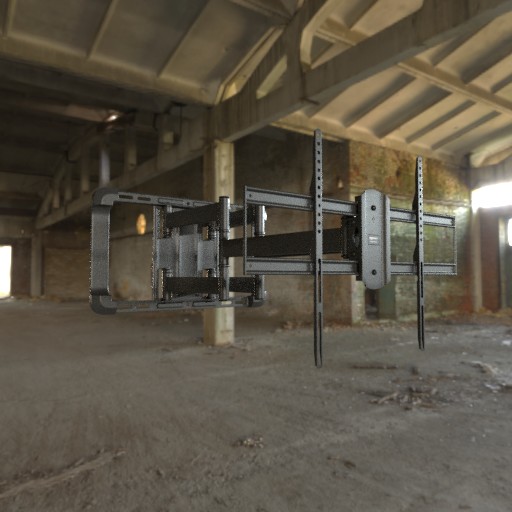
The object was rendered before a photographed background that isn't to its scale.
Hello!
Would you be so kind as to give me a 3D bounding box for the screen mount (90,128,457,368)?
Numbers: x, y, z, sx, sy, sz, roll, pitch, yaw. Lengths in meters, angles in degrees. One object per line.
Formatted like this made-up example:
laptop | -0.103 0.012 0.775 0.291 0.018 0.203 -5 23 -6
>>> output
screen mount | 0.000 0.000 1.343 0.725 0.483 0.905 2 -3 -36
